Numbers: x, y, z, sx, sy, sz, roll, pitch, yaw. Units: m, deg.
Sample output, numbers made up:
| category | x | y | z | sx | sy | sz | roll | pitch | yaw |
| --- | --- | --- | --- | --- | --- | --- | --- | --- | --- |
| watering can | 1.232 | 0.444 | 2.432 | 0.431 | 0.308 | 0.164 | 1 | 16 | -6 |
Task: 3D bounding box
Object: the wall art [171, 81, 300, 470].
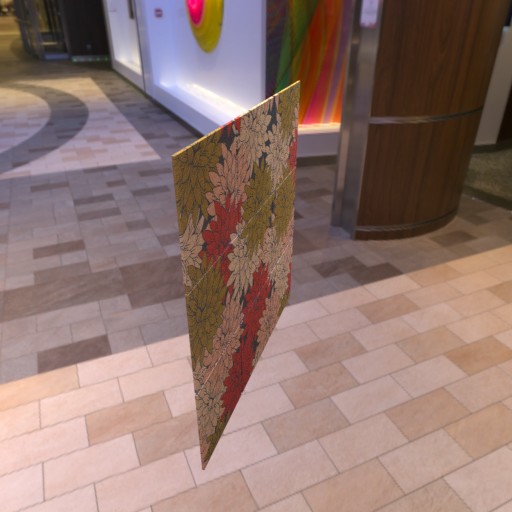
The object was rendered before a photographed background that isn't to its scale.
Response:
| category | x | y | z | sx | sy | sz | roll | pitch | yaw |
| --- | --- | --- | --- | --- | --- | --- | --- | --- | --- |
| wall art | 0.000 | 0.000 | 2.353 | 0.013 | 1.534 | 1.519 | 10 | 32 | 17 |
